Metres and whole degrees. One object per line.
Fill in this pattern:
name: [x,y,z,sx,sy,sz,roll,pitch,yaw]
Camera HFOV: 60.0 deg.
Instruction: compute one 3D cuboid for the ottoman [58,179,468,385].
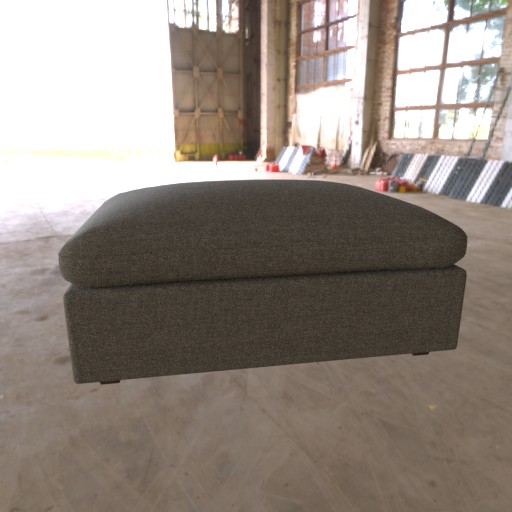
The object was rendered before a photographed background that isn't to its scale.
ottoman: [0.000,0.000,1.440,1.041,0.483,0.711,-3,16,-10]
